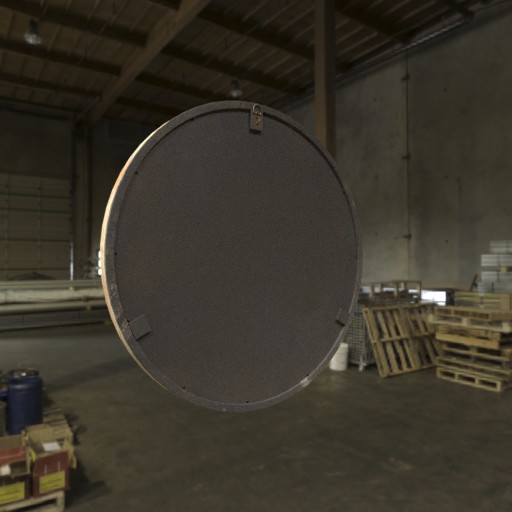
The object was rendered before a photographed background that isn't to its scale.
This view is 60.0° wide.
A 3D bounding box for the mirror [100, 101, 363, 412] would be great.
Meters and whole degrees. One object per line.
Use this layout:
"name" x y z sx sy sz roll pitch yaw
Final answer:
"mirror" 0.000 0.000 1.044 0.710 0.710 0.038 1 -1 -35
